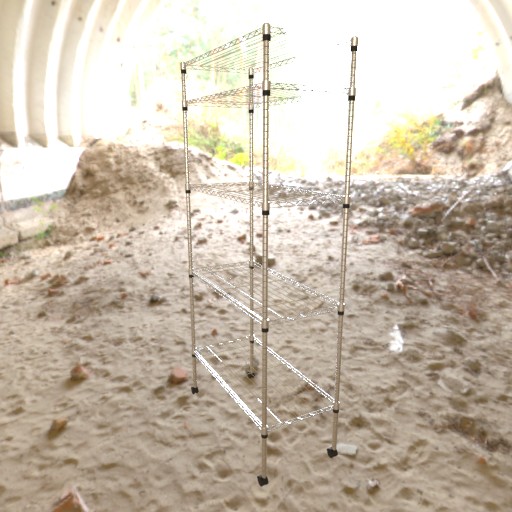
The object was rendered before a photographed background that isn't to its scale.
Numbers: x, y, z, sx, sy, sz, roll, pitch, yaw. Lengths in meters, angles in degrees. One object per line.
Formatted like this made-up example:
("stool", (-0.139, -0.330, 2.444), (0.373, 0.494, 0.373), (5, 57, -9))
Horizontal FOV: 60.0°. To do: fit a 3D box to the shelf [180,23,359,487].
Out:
("shelf", (0.000, 0.000, 1.863), (0.356, 1.587, 0.762), (-8, 16, -27))
